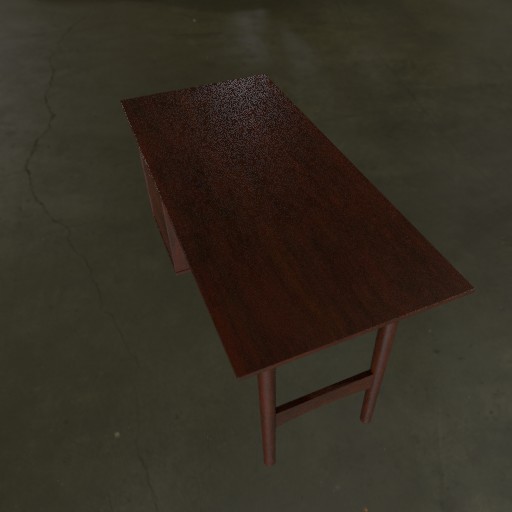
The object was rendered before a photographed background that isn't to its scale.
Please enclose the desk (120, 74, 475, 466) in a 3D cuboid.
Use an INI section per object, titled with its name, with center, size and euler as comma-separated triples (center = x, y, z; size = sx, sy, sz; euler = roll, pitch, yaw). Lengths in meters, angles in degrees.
[desk]
center = 0.000, 0.000, 1.665
size = 0.612, 0.758, 1.277
euler = -17, 49, -15
